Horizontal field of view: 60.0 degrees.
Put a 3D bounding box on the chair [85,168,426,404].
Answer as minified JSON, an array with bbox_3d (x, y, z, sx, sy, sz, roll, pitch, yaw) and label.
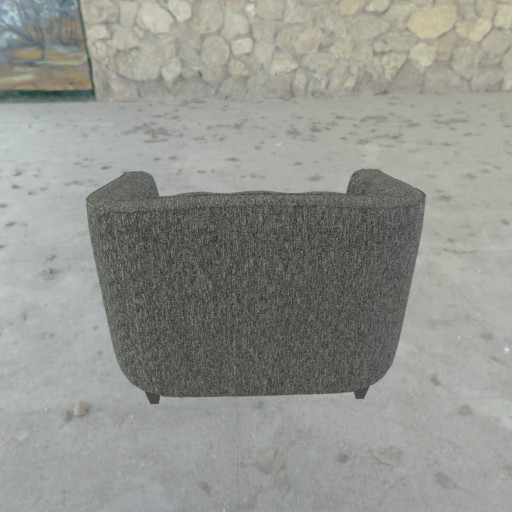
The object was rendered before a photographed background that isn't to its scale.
[{"bbox_3d":[0.000,0.000,1.790,1.104,0.852,0.941,-1,30,-2],"label":"chair"}]
